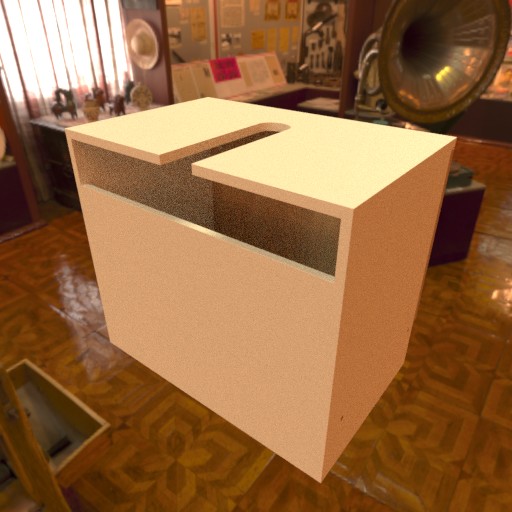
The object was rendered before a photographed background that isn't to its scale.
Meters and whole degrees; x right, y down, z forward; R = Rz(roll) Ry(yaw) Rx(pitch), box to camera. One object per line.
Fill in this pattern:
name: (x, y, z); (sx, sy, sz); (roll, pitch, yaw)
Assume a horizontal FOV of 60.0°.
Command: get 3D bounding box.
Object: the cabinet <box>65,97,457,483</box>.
cabinet: (0.000, 0.000, 0.939); (0.600, 0.522, 0.400); (21, 36, 32)
